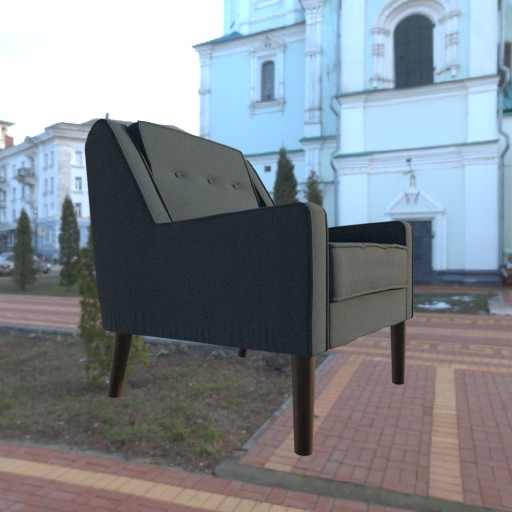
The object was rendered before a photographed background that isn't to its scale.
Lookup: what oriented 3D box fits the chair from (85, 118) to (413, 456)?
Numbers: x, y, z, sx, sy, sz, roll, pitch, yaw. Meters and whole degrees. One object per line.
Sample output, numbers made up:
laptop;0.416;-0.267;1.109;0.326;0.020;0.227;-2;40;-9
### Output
chair;0.000;0.000;1.288;0.733;0.780;0.663;0;0;36
